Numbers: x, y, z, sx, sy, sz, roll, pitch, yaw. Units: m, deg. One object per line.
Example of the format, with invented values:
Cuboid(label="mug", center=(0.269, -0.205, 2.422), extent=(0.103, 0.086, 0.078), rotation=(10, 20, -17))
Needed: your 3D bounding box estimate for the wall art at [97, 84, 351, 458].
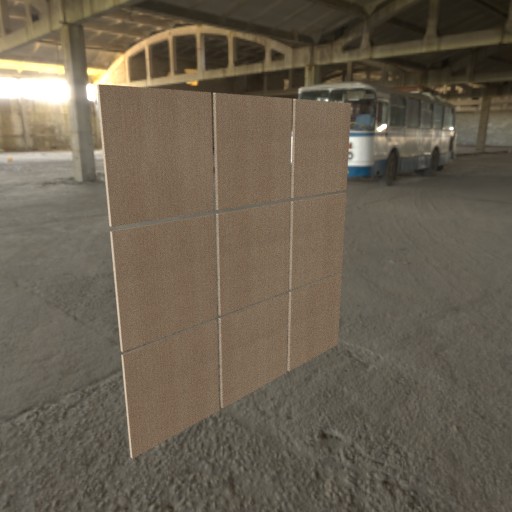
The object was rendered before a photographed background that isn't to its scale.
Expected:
Cuboid(label="wall art", center=(0.000, 0.000, 1.789), extent=(1.219, 1.218, 0.013), rotation=(-15, 22, -43))
